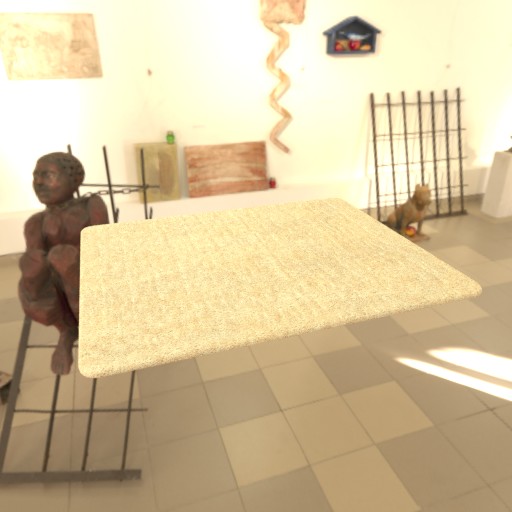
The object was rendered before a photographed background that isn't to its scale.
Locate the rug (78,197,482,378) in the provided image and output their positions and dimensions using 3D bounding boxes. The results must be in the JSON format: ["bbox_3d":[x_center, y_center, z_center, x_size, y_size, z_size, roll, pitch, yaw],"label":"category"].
[{"bbox_3d":[0.000,0.000,3.379,2.528,0.048,2.009,-9,27,-17],"label":"rug"}]
